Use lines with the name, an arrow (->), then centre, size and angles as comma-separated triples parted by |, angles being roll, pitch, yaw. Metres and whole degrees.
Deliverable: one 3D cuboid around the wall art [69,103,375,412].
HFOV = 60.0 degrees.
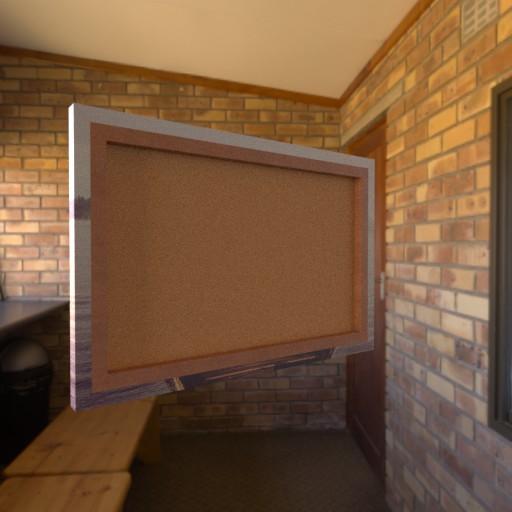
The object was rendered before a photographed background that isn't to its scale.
wall art -> 0.000, 0.000, 1.158 | 0.916, 0.609, 0.037 | -1, 1, -37
